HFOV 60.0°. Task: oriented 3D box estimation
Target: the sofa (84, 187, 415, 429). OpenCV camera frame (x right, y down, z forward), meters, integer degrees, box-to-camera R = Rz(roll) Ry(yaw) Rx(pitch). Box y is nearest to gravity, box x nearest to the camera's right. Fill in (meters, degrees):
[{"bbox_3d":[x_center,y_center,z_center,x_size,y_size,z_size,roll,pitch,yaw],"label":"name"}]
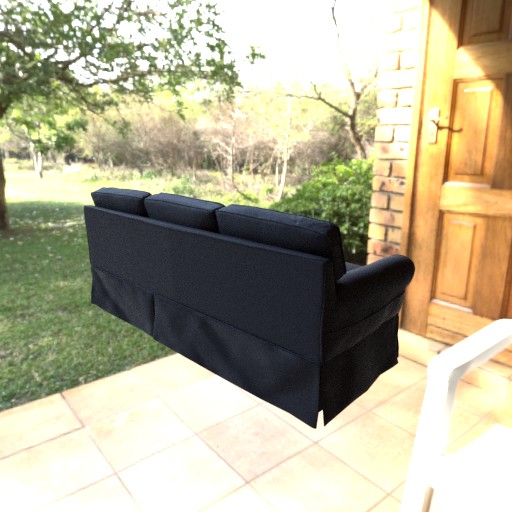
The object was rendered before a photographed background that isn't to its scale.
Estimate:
[{"bbox_3d":[0.000,0.000,3.452,2.518,1.039,1.637,14,20,43],"label":"sofa"}]
